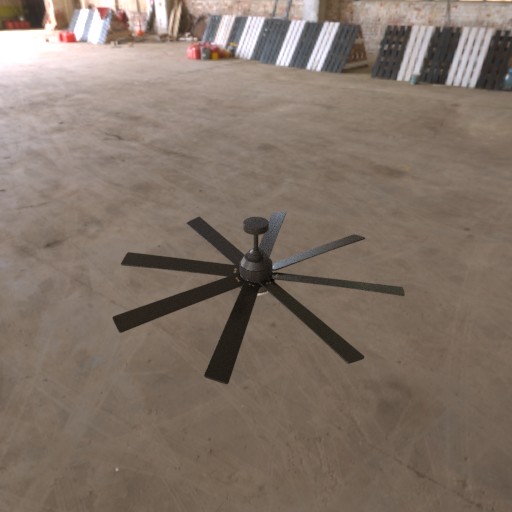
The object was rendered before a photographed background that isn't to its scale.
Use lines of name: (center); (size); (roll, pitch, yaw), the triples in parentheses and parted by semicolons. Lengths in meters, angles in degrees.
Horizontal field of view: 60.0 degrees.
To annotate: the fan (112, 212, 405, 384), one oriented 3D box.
fan: (0.000, 0.000, 2.774); (1.830, 0.472, 1.830); (-19, 36, -28)
